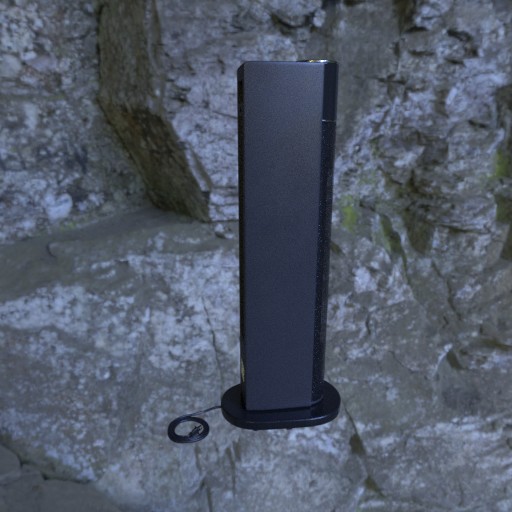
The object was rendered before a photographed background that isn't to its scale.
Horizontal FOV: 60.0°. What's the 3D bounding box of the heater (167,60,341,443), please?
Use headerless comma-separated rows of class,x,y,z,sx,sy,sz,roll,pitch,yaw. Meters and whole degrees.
heater,0.000,0.000,1.056,0.458,0.856,0.214,-3,16,-10
